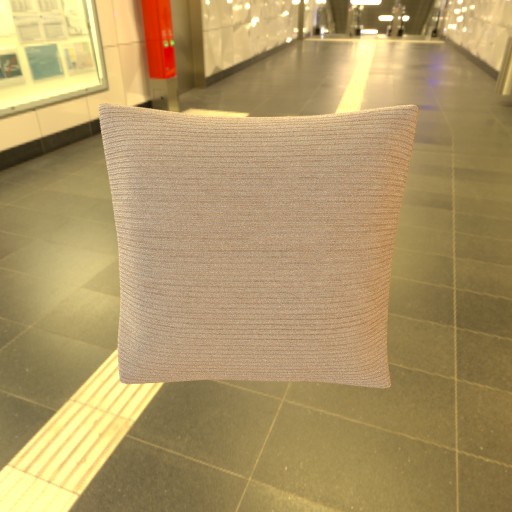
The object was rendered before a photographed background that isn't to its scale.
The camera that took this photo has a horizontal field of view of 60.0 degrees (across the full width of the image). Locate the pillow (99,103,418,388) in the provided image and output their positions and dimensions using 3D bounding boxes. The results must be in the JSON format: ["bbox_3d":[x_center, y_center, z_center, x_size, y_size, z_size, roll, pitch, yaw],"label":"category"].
[{"bbox_3d":[0.000,0.000,0.639,0.424,0.401,0.177,1,30,1],"label":"pillow"}]
